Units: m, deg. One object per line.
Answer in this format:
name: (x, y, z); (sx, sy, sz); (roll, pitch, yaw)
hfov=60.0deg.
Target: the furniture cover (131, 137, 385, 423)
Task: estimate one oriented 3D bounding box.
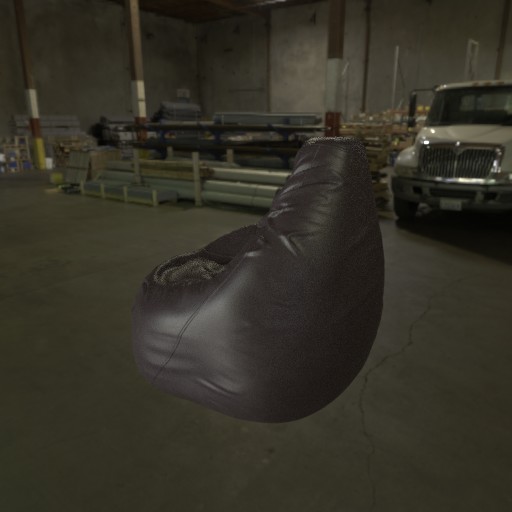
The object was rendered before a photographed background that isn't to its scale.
furniture cover: (0.000, 0.000, 1.890); (1.070, 0.990, 1.070); (8, 18, 24)
